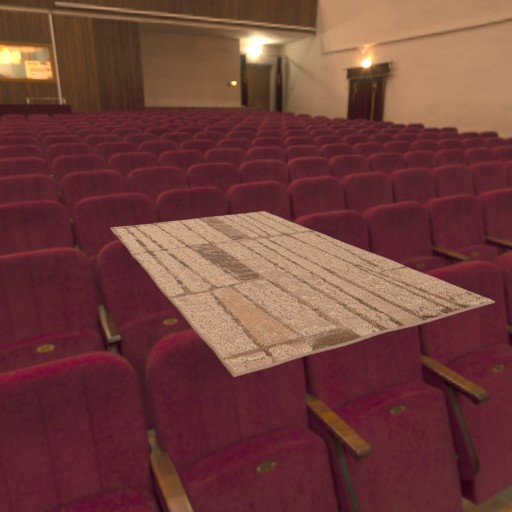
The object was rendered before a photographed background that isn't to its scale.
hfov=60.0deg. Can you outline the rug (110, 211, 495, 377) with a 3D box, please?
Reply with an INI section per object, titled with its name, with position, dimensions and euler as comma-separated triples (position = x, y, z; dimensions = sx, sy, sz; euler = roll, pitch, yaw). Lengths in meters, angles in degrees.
[rug]
position = 0.000, 0.000, 1.043
dimensions = 0.515, 0.007, 0.867
euler = -9, 20, -26
